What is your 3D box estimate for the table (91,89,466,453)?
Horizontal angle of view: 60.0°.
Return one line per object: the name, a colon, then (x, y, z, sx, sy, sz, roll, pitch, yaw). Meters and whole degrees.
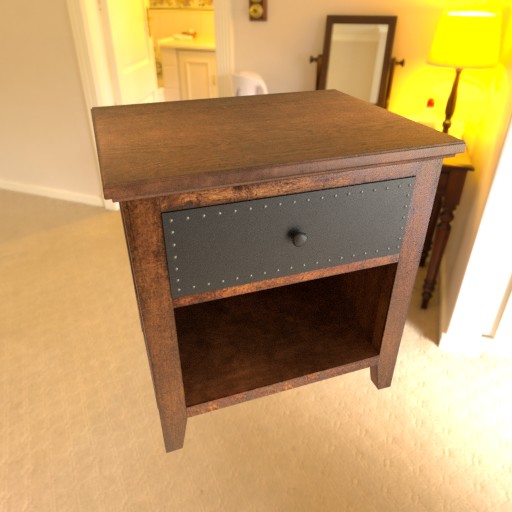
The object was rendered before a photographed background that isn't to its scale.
table: (0.000, 0.000, 0.993, 0.586, 0.597, 0.461, -10, 33, -16)
